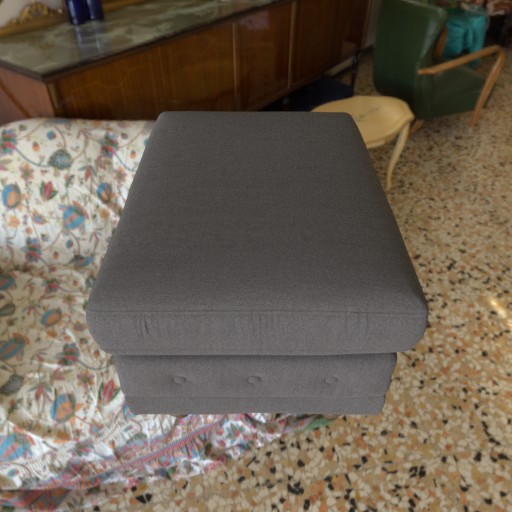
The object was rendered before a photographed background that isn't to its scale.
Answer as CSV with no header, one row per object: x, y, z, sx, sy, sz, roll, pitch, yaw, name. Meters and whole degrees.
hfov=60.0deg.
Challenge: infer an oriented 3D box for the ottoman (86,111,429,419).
0.000,0.000,1.112,0.569,0.500,0.771,0,41,0,ottoman
